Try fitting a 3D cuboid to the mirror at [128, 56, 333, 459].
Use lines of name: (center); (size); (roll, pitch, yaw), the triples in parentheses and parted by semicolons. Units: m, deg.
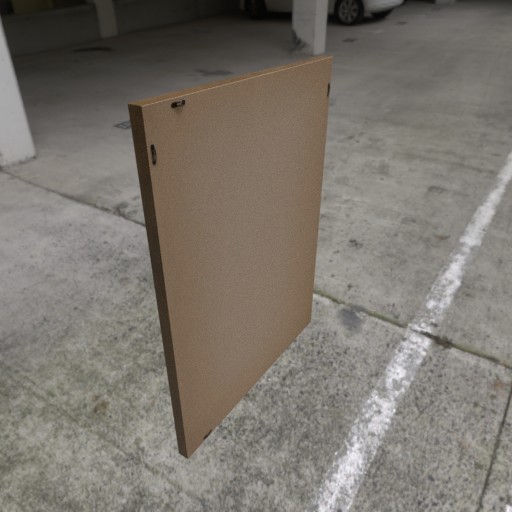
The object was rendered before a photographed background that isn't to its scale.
mirror: (0.000, 0.000, 1.322); (0.041, 1.016, 0.762); (20, 37, 29)
